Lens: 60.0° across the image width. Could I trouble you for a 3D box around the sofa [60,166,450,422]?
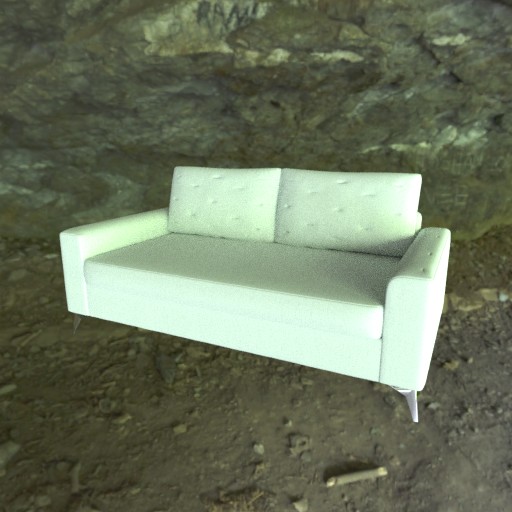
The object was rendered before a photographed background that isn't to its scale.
[{"bbox_3d":[0.000,0.000,2.112,1.650,0.790,0.920,7,16,25],"label":"sofa"}]
